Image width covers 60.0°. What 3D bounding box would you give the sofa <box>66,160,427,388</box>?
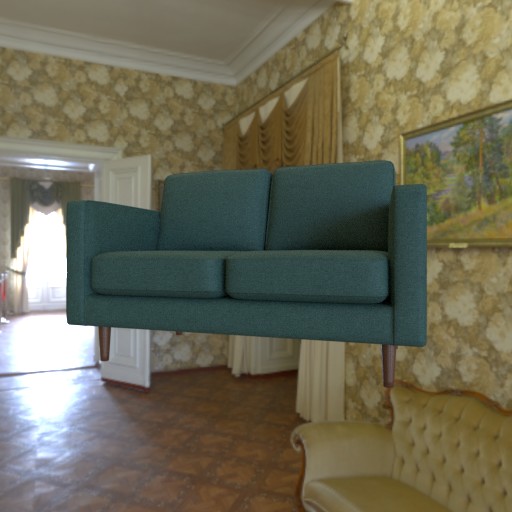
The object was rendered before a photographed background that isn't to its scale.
[{"bbox_3d":[0.000,0.000,2.023,1.430,0.899,0.879,0,0,19],"label":"sofa"}]
